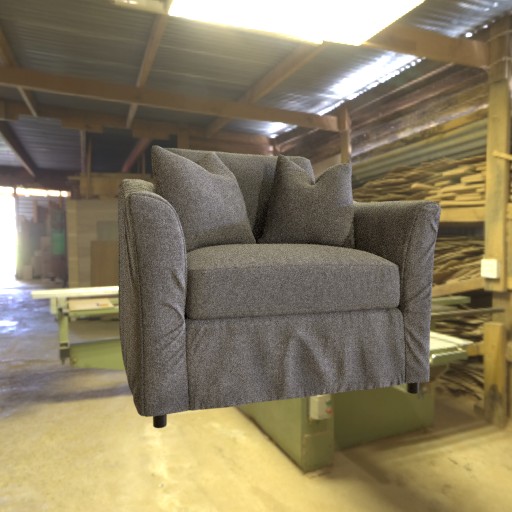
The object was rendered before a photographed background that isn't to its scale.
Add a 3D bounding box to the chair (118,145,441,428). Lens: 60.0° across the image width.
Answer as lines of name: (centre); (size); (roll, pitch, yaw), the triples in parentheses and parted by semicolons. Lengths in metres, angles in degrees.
chair: (0.000, 0.000, 2.041); (1.194, 1.059, 1.071); (-1, 2, -19)
